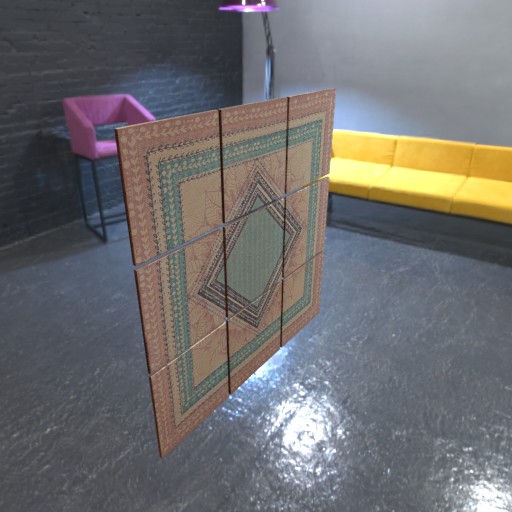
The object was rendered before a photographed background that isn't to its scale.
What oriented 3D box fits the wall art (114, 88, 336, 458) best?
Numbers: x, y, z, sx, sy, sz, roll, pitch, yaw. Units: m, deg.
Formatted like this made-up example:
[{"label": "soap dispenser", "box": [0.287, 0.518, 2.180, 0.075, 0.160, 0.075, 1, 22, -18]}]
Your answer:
[{"label": "wall art", "box": [0.000, 0.000, 1.840, 0.013, 1.213, 1.215, 18, 32, 32]}]
